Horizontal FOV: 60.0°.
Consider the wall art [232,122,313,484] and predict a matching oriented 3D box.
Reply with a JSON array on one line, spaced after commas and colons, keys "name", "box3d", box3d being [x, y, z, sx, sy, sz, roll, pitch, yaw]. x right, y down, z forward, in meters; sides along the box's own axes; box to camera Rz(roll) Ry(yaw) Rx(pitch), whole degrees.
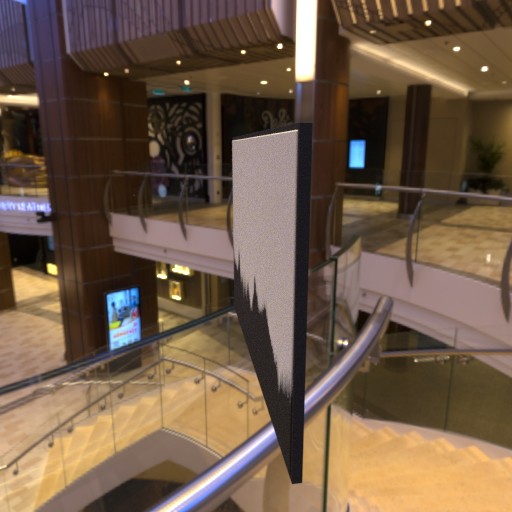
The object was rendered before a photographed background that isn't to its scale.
[{"name": "wall art", "box3d": [0.000, 0.000, 1.505, 0.028, 0.805, 1.190, -2, 14, -9]}]
